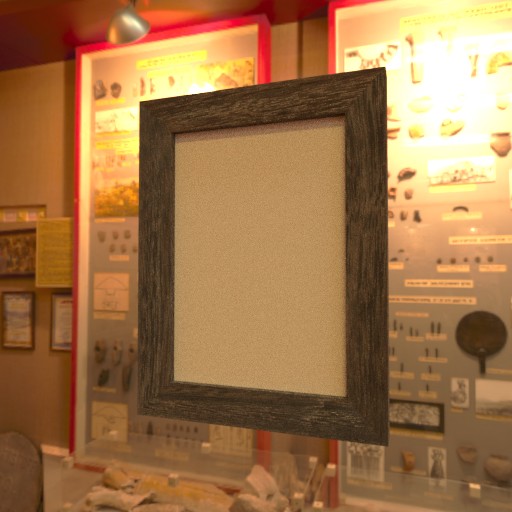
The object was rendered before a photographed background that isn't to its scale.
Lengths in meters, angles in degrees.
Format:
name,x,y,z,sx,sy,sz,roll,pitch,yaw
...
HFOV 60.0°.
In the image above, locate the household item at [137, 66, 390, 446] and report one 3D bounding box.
name,x,y,z,sx,sy,sz,roll,pitch,yaw
household item,0.000,0.000,0.280,0.160,0.210,0.020,0,-1,19
